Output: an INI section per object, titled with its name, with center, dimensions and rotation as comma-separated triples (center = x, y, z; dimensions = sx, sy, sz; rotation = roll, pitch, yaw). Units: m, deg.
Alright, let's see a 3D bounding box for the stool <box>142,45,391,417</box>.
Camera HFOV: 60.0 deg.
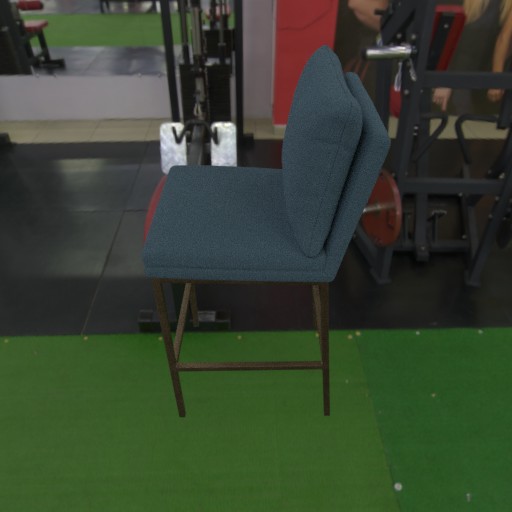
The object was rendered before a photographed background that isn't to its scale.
[stool]
center = 0.000, 0.000, 1.382
dimensions = 0.568, 1.124, 0.463
rotation = 0, 40, 1
